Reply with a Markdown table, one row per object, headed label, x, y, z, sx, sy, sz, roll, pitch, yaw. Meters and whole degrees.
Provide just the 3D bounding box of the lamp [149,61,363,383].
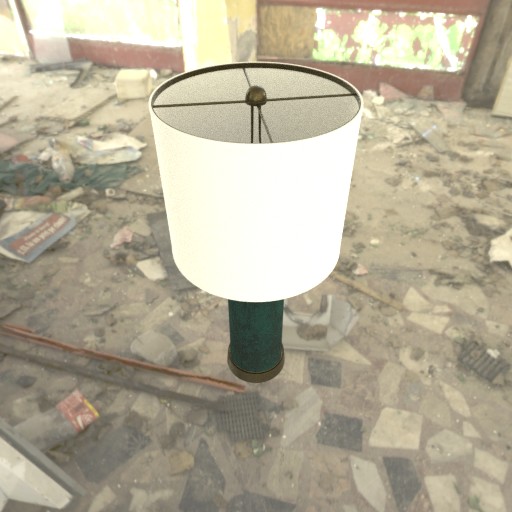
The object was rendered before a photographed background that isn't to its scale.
| label | x | y | z | sx | sy | sz | roll | pitch | yaw |
| --- | --- | --- | --- | --- | --- | --- | --- | --- | --- |
| lamp | 0.000 | 0.000 | 0.827 | 0.301 | 0.630 | 0.301 | 26 | 47 | 27 |
